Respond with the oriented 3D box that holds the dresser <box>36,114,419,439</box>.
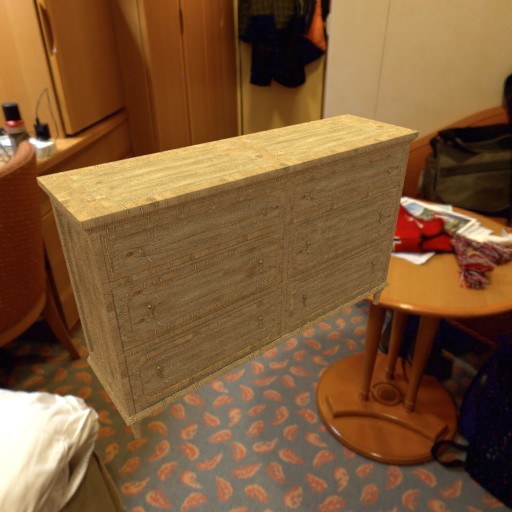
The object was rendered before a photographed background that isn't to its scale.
[{"bbox_3d":[0.000,0.000,2.109,1.626,1.016,0.457,-21,36,-32],"label":"dresser"}]
